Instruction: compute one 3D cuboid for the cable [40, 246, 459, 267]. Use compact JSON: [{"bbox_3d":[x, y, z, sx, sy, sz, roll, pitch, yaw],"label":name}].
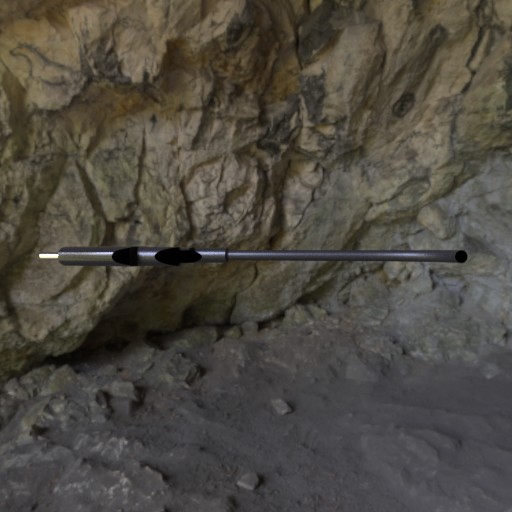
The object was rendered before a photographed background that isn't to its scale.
[{"bbox_3d":[0.000,0.000,0.111,0.098,0.005,0.041,0,1,18],"label":"cable"}]
